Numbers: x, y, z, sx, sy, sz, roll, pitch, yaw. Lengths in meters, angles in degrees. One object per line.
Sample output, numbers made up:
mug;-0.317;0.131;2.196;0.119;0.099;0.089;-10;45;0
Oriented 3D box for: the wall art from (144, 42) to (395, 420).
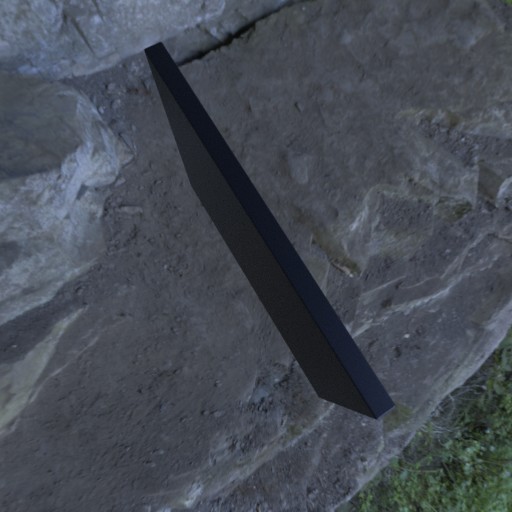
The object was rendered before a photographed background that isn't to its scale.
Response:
wall art;0.000;0.000;0.767;0.031;0.457;0.558;-30;77;-8
